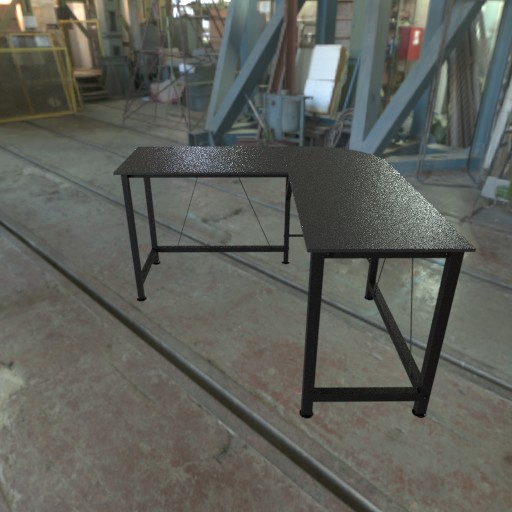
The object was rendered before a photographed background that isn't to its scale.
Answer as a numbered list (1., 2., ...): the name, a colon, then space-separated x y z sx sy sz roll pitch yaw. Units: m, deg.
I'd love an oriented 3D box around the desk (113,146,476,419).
1. desk: 0.000 0.000 2.211 1.400 0.762 1.400 0 27 0
